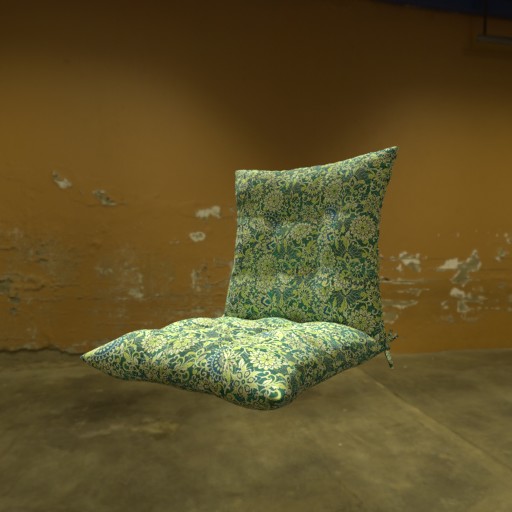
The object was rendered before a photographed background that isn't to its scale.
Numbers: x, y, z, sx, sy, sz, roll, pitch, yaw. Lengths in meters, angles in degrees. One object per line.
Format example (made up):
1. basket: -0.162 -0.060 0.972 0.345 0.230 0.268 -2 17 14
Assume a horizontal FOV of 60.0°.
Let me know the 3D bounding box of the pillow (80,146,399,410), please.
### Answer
1. pillow: 0.000 0.000 1.024 0.541 0.536 0.585 0 -1 35
